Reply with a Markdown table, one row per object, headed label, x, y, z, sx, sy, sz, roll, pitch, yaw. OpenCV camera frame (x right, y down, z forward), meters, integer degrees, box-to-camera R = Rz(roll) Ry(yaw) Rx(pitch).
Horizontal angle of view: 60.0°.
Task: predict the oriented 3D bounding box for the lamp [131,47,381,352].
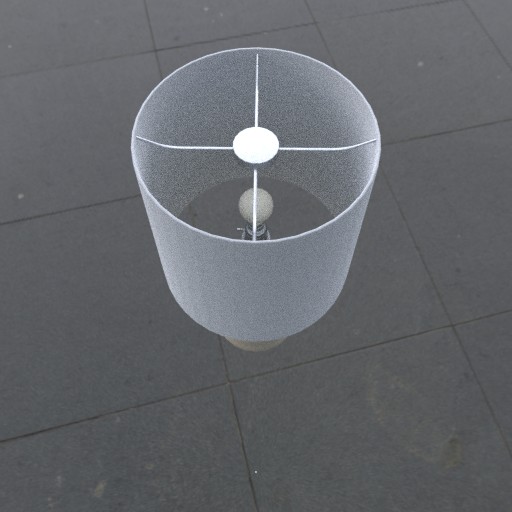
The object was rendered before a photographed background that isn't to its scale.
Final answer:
| label | x | y | z | sx | sy | sz | roll | pitch | yaw |
| --- | --- | --- | --- | --- | --- | --- | --- | --- | --- |
| lamp | 0.000 | 0.000 | 0.458 | 0.186 | 0.369 | 0.186 | 0 | 64 | 0 |
